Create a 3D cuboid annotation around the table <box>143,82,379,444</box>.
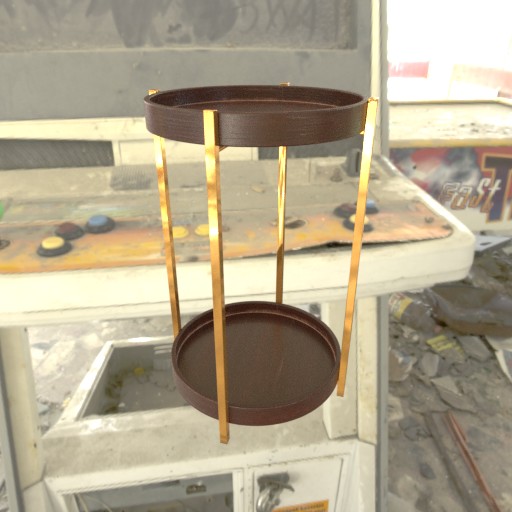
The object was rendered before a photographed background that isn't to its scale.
[{"bbox_3d":[0.000,0.000,0.879,0.400,0.610,0.400,8,28,16],"label":"table"}]
